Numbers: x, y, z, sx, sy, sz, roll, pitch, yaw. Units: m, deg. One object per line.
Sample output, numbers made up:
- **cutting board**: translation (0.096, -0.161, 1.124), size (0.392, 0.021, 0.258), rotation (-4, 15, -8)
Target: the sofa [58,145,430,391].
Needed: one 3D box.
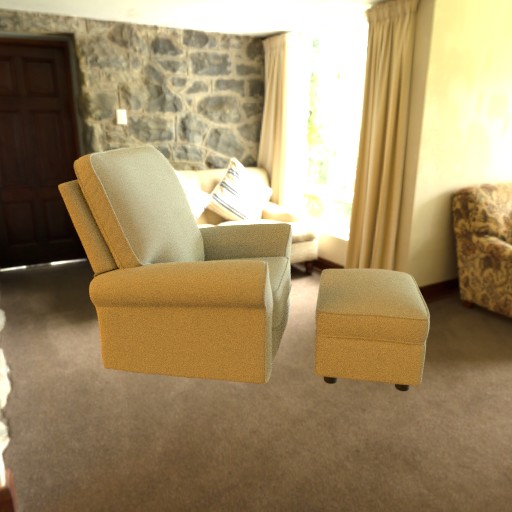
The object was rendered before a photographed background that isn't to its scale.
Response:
- **sofa**: translation (0.000, 0.000, 2.039), size (1.478, 0.959, 0.880), rotation (3, 17, 10)
